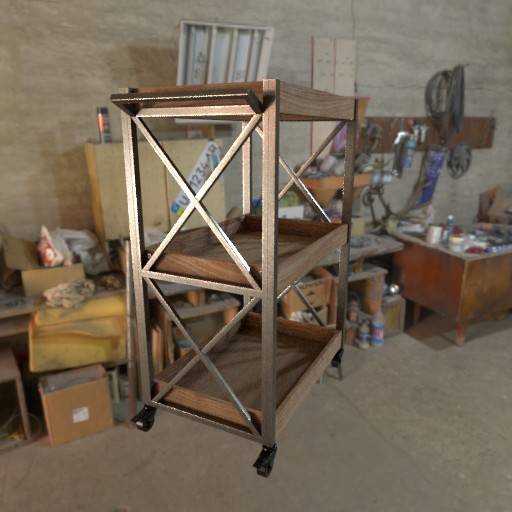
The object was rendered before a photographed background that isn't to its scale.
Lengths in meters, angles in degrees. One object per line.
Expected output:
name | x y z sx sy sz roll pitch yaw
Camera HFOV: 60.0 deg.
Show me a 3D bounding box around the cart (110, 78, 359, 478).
cart | 0.000 0.000 1.214 0.377 0.835 0.673 8 17 26
